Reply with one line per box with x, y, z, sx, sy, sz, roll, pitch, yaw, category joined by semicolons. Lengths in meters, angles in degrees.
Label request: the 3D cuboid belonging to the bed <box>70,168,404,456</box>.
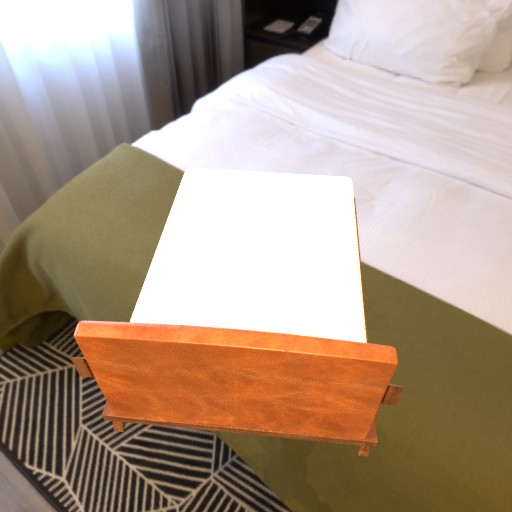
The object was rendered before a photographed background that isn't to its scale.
0.000;0.000;3.231;1.651;1.168;2.311;4;46;4;bed
